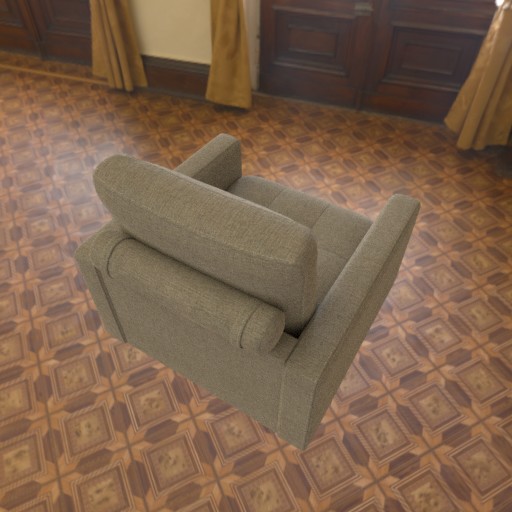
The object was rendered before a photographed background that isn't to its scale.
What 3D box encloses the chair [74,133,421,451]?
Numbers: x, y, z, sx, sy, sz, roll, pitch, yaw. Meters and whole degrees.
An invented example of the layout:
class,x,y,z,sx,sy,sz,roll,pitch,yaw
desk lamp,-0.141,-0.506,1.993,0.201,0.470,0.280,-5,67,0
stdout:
class,x,y,z,sx,sy,sz,roll,pitch,yaw
chair,0.000,0.000,1.480,0.821,0.880,0.843,24,51,21
